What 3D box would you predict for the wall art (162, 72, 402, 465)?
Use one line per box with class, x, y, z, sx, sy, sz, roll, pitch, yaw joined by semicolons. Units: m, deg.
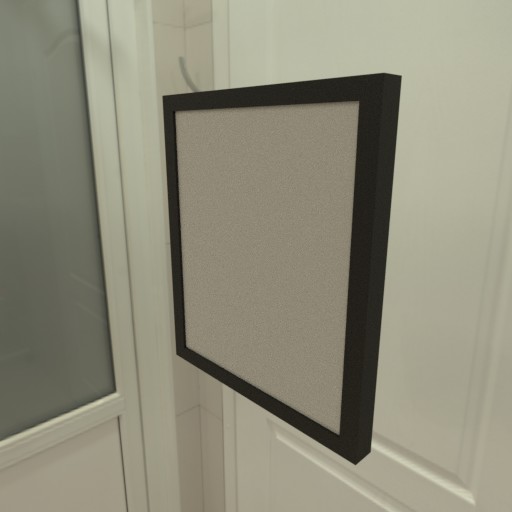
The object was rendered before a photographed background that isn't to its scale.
wall art;0.000;0.000;0.535;0.029;0.381;0.330;-14;21;-42
